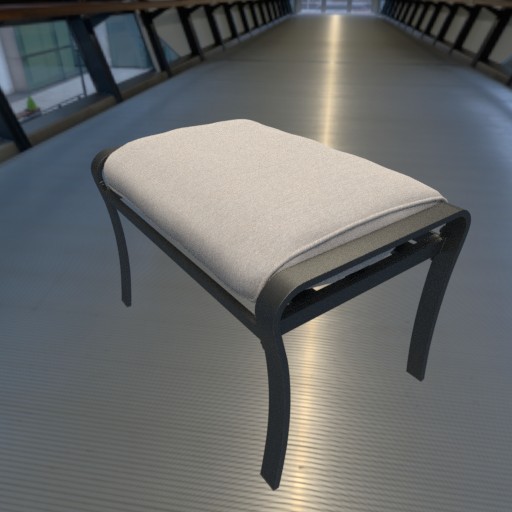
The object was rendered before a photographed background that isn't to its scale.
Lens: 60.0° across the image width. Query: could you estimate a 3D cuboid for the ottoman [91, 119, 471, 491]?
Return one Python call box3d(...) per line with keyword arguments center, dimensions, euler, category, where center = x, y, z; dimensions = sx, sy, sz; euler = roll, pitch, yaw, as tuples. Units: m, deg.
box3d(center=(0.000, 0.000, 0.887), dimensions=(0.406, 0.422, 0.610), euler=(-21, 37, -31), category="ottoman")
